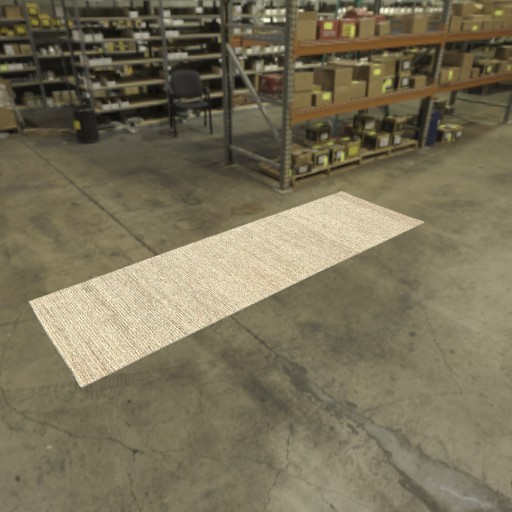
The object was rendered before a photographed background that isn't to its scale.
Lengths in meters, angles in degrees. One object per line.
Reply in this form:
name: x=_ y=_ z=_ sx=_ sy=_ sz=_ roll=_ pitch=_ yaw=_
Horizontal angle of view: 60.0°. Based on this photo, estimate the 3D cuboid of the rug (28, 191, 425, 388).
rug: x=0.000 y=0.000 z=2.648 sx=2.390 sy=0.014 sz=0.741 roll=-22 pitch=37 yaw=-33
